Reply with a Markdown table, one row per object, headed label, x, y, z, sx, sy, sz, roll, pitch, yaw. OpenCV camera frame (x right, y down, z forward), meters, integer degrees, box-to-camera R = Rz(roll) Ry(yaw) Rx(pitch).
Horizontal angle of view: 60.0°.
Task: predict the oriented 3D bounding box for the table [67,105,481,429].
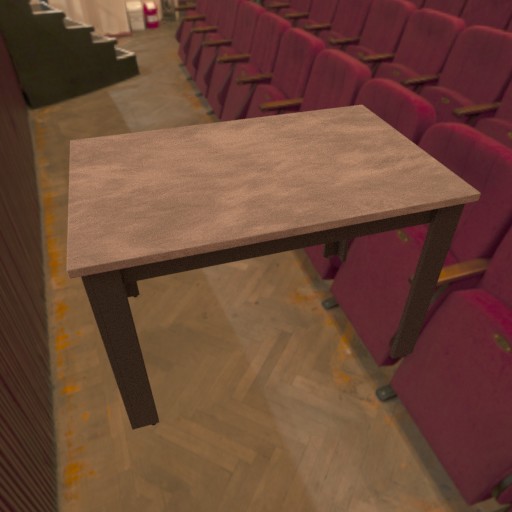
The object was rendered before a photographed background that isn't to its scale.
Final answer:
| label | x | y | z | sx | sy | sz | roll | pitch | yaw |
| --- | --- | --- | --- | --- | --- | --- | --- | --- | --- |
| table | 0.000 | 0.000 | 1.602 | 1.100 | 0.734 | 0.700 | -11 | 41 | -13 |
